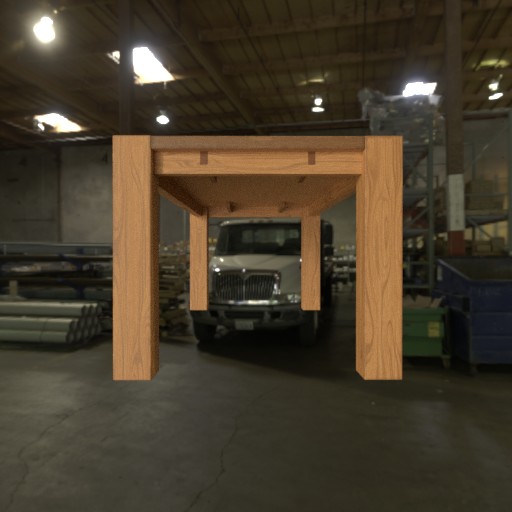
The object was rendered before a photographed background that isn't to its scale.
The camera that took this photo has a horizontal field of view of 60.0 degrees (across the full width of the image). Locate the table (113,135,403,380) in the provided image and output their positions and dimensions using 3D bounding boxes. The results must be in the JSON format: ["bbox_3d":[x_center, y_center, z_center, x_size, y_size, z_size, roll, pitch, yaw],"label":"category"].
[{"bbox_3d":[0.000,0.000,2.274,0.900,0.760,1.800,0,0,0],"label":"table"}]
